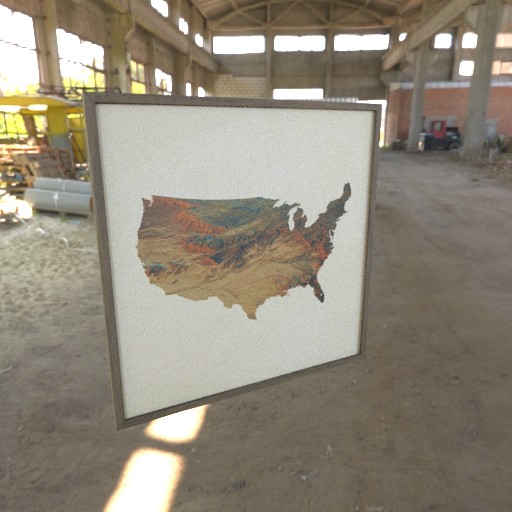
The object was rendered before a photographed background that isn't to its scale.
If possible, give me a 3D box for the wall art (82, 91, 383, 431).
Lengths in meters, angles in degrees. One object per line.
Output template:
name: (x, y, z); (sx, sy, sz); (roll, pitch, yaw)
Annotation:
wall art: (0.000, 0.000, 0.756); (0.508, 0.507, 0.016); (-8, 17, -27)
